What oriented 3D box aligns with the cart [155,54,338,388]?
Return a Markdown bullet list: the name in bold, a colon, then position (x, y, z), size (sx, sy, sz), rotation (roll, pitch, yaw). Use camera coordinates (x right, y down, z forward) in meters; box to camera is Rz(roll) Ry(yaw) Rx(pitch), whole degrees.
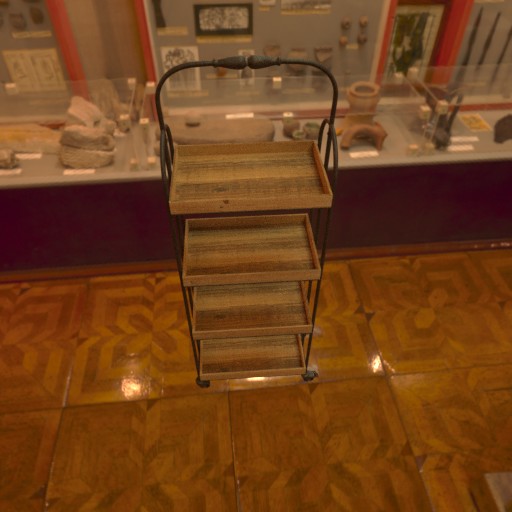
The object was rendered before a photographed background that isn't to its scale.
- **cart**: position (0.000, 0.000, 1.674), size (0.581, 1.481, 0.308), rotation (-3, 46, -3)
